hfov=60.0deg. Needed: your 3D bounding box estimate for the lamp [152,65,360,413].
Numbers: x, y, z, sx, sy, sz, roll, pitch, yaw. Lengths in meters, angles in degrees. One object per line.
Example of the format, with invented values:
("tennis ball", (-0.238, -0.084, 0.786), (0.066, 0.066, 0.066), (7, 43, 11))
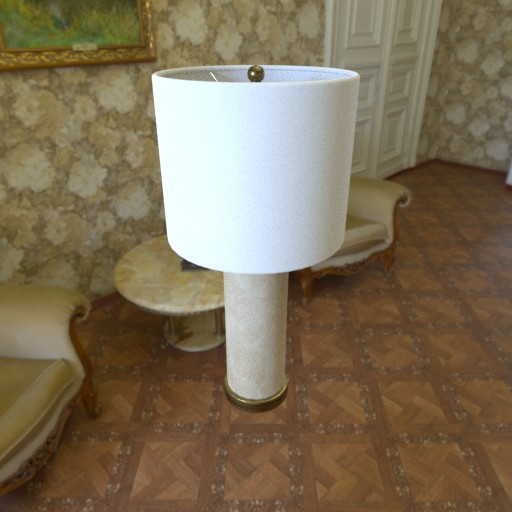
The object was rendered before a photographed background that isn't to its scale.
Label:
("lamp", (0.000, 0.000, 0.800), (0.305, 0.634, 0.305), (0, 27, 0))
